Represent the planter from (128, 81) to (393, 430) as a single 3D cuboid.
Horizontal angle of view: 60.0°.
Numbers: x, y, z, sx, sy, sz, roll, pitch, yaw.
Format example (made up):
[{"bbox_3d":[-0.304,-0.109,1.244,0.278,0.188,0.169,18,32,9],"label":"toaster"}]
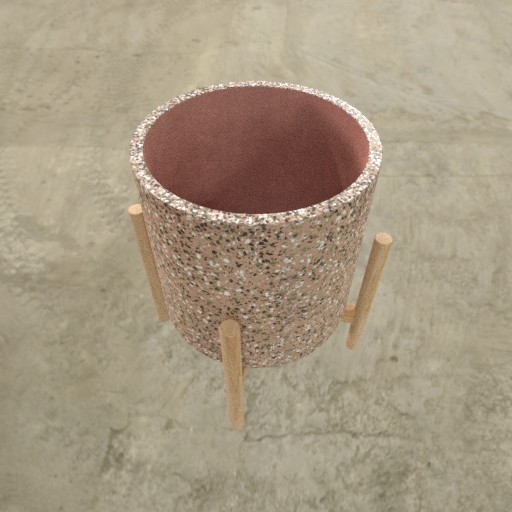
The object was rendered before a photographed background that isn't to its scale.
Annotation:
[{"bbox_3d":[0.000,0.000,0.692,0.360,0.419,0.360,25,52,21],"label":"planter"}]
